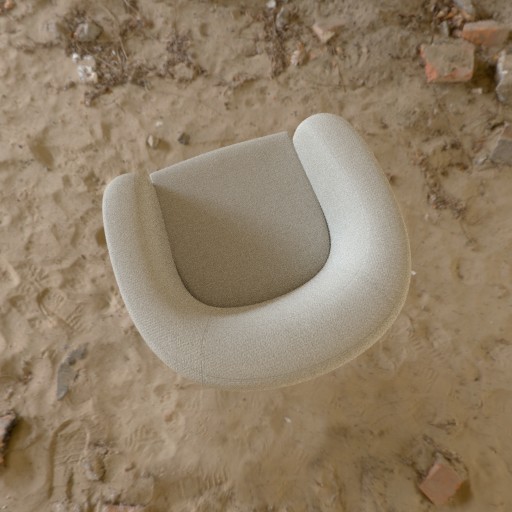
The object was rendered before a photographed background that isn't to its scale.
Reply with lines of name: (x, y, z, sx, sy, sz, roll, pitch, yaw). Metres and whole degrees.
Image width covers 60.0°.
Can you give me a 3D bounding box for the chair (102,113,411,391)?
chair: (0.000, 0.000, 1.471, 0.791, 0.771, 0.815, -19, 76, -5)
